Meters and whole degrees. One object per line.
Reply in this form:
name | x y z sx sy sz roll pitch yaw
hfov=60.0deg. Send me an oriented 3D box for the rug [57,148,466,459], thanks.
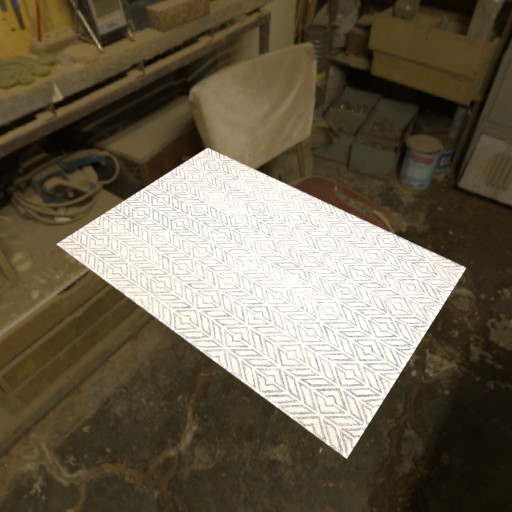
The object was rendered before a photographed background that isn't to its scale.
rug | 0.000 0.000 2.369 1.824 0.008 1.220 30 53 25
